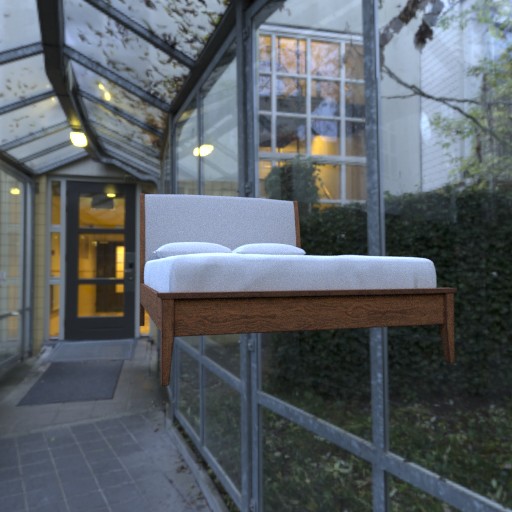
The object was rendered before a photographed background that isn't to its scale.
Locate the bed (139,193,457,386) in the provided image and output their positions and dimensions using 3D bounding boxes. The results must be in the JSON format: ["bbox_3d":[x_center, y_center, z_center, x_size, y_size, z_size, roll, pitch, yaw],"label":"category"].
[{"bbox_3d":[0.000,0.000,3.055,1.502,1.135,2.108,0,-2,-17],"label":"bed"}]
